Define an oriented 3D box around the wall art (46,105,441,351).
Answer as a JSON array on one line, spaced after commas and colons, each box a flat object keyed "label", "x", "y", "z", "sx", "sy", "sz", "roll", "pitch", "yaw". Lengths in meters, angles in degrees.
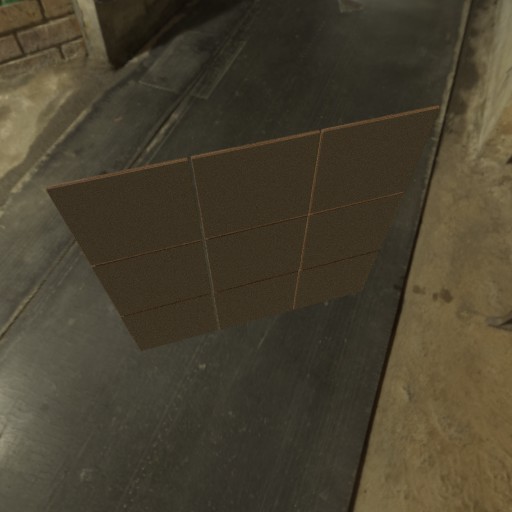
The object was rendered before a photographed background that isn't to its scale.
[{"label": "wall art", "x": 0.000, "y": 0.000, "z": 1.378, "sx": 0.919, "sy": 0.917, "sz": 0.010, "roll": -14, "pitch": 58, "yaw": -9}]
